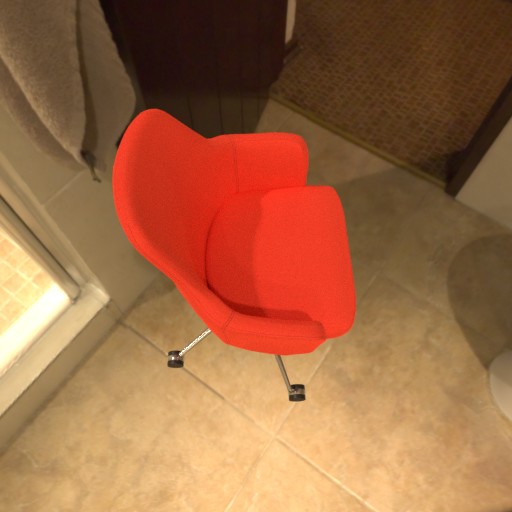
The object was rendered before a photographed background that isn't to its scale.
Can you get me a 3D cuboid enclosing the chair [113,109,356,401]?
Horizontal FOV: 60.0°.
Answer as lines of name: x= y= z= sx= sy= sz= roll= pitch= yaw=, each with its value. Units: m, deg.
chair: x=0.000 y=0.000 z=1.233 sx=0.600 sy=0.820 sz=0.655 roll=-1 pitch=63 yaw=-1
